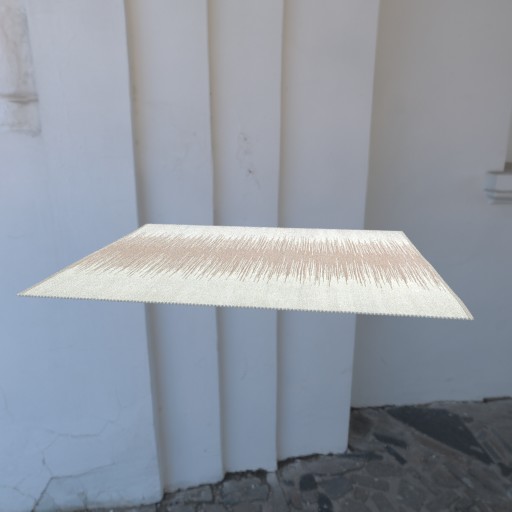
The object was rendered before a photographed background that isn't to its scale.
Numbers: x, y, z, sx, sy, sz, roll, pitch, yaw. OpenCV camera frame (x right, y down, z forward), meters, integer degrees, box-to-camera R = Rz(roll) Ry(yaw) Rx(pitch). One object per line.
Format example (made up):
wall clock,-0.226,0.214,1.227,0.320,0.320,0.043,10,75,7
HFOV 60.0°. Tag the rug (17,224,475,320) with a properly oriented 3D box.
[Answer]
rug,0.000,0.000,4.053,3.048,0.013,2.438,2,16,7
